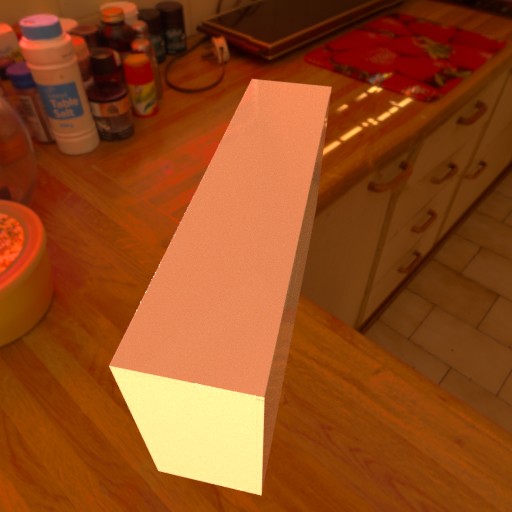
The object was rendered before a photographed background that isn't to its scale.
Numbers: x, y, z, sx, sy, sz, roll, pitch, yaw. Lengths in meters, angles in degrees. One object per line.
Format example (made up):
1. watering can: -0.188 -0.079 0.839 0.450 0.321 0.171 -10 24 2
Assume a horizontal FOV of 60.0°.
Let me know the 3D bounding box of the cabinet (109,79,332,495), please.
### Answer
1. cabinet: 0.000 0.000 1.934 0.400 0.800 1.650 9 47 8
